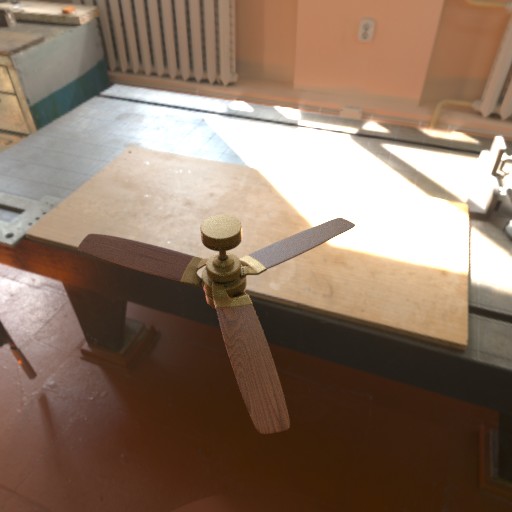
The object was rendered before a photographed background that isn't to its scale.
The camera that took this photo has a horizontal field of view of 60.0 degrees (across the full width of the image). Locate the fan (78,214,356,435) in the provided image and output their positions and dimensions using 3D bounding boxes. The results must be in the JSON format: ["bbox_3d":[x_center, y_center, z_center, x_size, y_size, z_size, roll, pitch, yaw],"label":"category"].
[{"bbox_3d":[0.000,0.000,2.029,1.271,0.425,1.416,-24,46,-26],"label":"fan"}]
